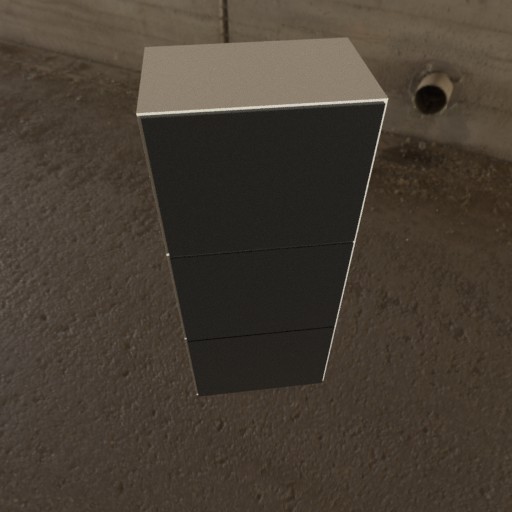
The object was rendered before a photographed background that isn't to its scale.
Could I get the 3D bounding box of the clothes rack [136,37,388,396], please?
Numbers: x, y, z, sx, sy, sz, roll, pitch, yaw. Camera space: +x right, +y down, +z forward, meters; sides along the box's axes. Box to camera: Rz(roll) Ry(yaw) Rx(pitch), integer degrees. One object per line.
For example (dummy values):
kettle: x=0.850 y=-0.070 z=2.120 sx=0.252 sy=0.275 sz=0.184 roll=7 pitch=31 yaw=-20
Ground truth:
clothes rack: x=0.000 y=0.000 z=1.408 sx=0.500 sy=1.187 sz=0.330 roll=-5 pitch=47 yaw=-5
